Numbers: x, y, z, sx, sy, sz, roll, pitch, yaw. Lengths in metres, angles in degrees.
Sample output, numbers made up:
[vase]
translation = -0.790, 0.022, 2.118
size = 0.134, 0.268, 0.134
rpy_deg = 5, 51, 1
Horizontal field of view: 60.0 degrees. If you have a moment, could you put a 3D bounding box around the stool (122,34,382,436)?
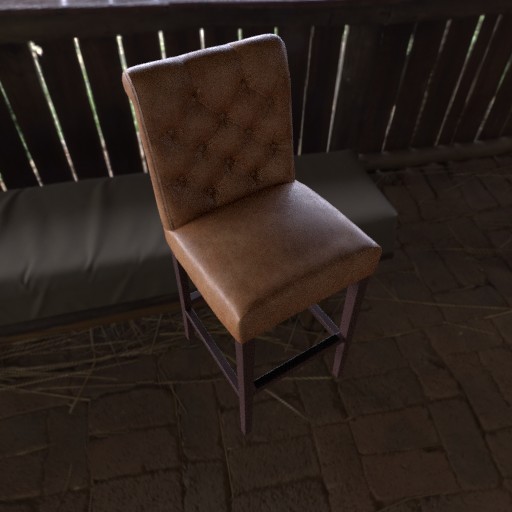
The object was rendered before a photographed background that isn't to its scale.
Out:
[stool]
translation = 0.000, 0.000, 1.441
size = 0.493, 1.140, 0.601
rpy_deg = -25, 52, -21
